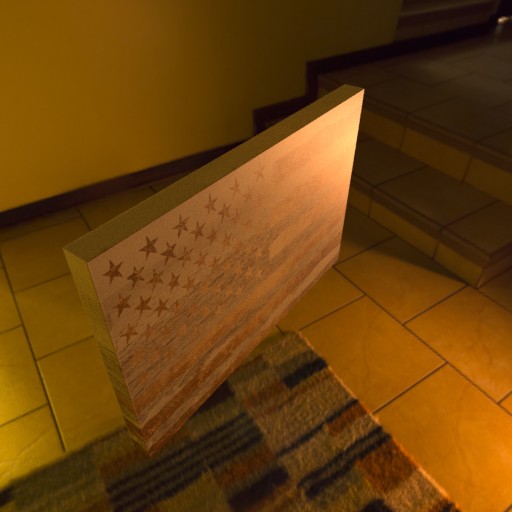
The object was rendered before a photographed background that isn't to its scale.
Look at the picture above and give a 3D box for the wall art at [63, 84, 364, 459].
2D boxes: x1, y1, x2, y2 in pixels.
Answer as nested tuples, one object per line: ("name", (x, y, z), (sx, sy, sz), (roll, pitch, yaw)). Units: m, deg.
("wall art", (0.000, 0.000, 0.758), (0.041, 0.407, 0.606), (26, 46, 27))
